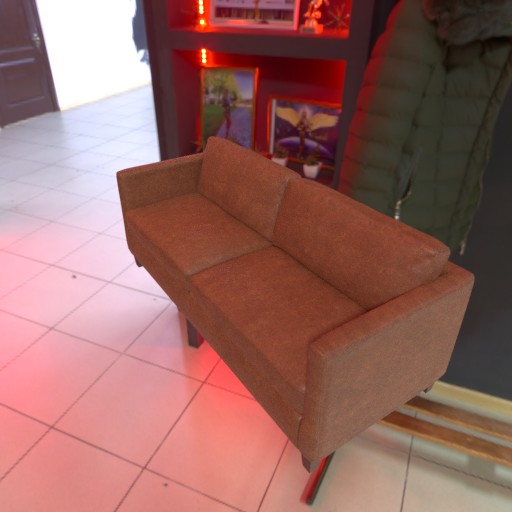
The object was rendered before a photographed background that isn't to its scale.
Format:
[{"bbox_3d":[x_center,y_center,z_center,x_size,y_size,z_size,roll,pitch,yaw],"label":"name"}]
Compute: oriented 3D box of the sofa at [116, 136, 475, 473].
[{"bbox_3d":[0.000,0.000,2.694,0.950,0.932,2.204,-20,37,-29],"label":"sofa"}]
